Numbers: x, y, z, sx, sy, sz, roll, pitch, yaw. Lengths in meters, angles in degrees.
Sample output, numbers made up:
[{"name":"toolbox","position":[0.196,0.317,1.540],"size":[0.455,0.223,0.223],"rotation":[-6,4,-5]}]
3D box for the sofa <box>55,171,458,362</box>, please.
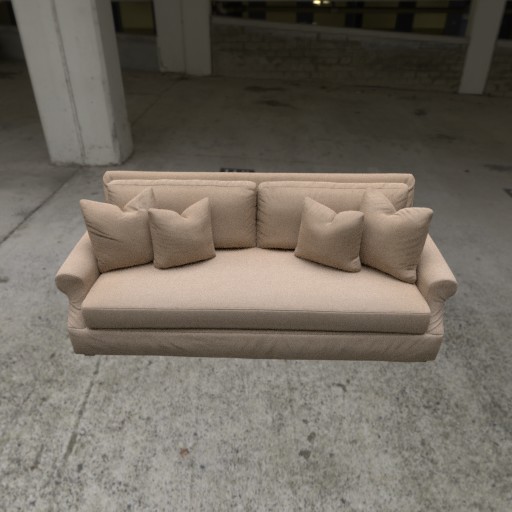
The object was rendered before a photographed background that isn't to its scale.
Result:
[{"name":"sofa","position":[0.000,0.000,2.858],"size":[2.285,0.904,1.067],"rotation":[1,31,1]}]
